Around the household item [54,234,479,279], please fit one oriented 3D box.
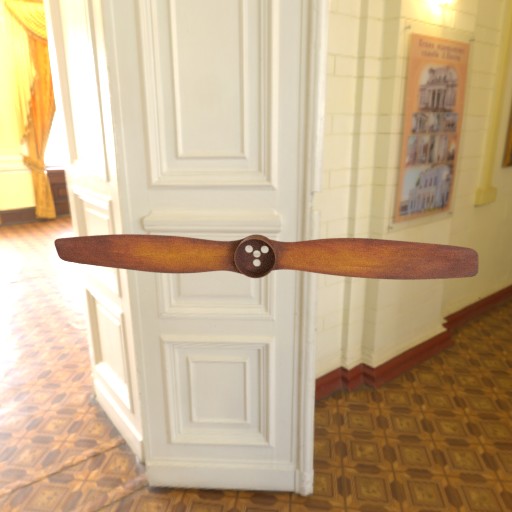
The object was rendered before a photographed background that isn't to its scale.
[{"bbox_3d":[0.000,0.000,1.235,1.181,0.121,0.051,2,17,6],"label":"household item"}]
